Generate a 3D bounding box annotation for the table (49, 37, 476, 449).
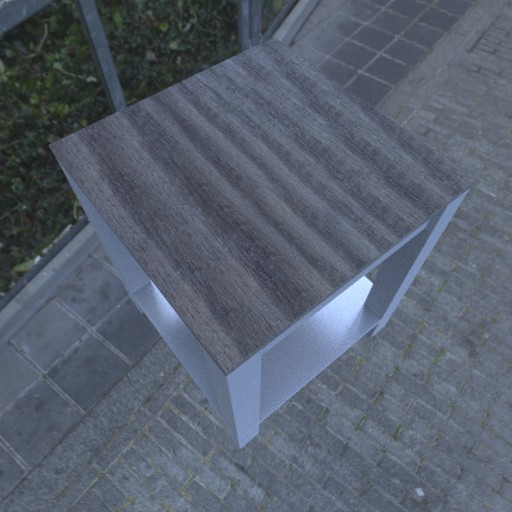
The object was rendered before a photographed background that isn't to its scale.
[{"bbox_3d":[0.000,0.000,0.985,0.504,0.587,0.506,-34,64,-19],"label":"table"}]
